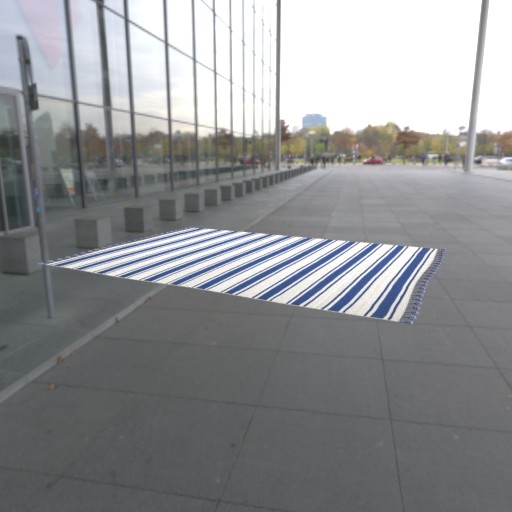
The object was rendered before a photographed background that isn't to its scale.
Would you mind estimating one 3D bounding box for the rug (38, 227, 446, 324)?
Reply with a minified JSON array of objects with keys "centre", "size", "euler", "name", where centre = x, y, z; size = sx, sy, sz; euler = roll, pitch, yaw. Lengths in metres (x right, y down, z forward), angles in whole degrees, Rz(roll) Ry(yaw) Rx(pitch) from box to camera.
[{"centre":[0.000,0.000,4.493],"size":[3.416,0.016,2.471],"euler":[6,14,26],"name":"rug"}]
